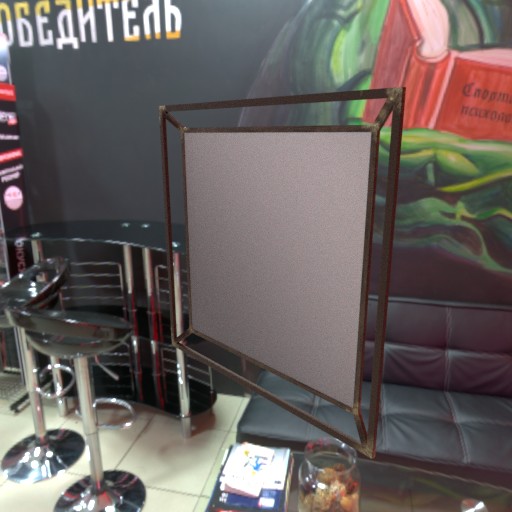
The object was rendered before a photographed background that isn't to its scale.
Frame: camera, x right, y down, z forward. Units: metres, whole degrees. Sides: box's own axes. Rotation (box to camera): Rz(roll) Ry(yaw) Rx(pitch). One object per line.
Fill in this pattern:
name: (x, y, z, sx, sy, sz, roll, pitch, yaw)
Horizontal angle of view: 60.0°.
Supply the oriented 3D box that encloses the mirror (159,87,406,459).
mirror: (0.000, 0.000, 0.913, 0.032, 0.610, 0.610, -15, 21, -43)
